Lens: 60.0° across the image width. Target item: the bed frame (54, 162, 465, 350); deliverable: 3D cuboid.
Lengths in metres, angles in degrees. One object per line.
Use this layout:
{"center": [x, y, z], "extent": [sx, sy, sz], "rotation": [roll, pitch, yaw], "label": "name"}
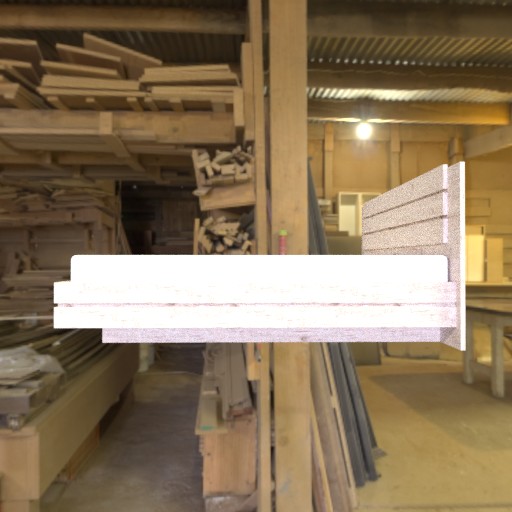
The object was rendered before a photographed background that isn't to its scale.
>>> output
{"center": [0.000, 0.000, 3.196], "extent": [2.080, 0.970, 1.950], "rotation": [0, -1, -1], "label": "bed frame"}
